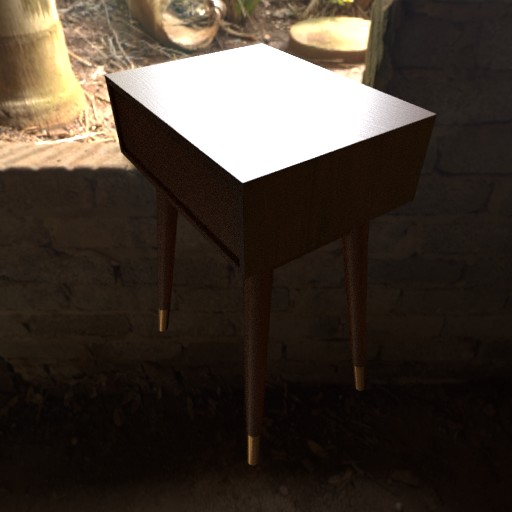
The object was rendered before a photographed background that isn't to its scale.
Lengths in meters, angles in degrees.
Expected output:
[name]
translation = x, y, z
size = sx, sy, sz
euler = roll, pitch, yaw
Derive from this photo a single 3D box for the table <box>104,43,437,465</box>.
[table]
translation = 0.000, 0.000, 0.811
size = 0.300, 0.599, 0.406
euler = -24, 46, -26
